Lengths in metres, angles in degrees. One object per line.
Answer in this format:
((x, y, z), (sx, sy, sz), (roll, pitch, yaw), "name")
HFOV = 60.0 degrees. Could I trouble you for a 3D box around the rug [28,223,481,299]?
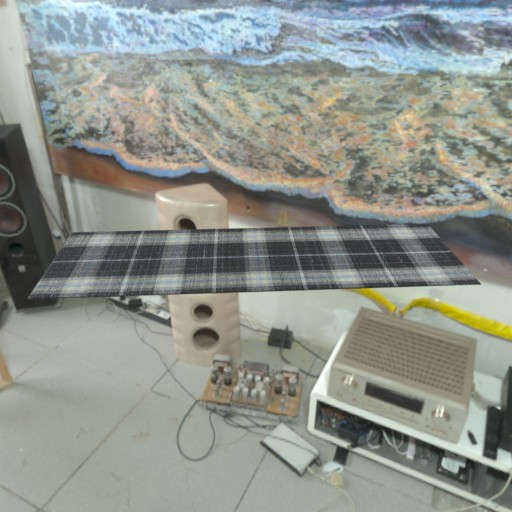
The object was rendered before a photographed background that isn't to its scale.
((0.000, 0.000, 2.694), (2.434, 0.012, 0.760), (-2, 30, -3), "rug")
